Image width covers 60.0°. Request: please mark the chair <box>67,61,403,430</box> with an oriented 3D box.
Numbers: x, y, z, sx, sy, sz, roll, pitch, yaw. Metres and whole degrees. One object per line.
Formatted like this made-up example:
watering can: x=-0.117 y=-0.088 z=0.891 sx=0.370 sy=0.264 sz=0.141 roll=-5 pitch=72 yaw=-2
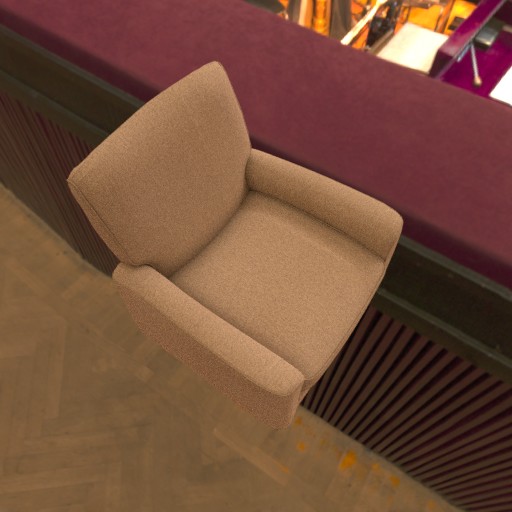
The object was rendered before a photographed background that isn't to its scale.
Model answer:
chair: x=0.000 y=0.000 z=1.648 sx=0.864 sy=1.014 sz=0.848 roll=31 pitch=63 yaw=18
